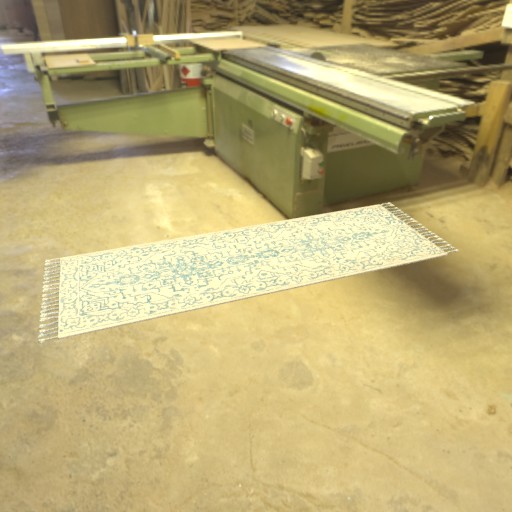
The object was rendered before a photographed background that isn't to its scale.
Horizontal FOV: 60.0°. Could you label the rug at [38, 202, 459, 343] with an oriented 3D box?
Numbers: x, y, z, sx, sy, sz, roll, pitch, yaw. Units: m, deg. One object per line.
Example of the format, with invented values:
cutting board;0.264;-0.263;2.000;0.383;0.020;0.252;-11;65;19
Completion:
rug;0.000;0.000;2.731;2.449;0.011;0.774;-11;34;-17
